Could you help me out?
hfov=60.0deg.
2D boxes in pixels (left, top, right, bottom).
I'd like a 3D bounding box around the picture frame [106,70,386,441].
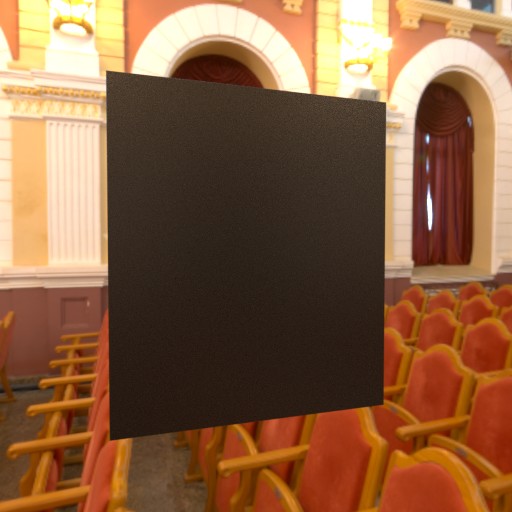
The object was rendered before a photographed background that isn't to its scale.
[{"bbox_3d":[0.000,0.000,0.518,0.328,0.378,0.034,-1,2,-18],"label":"picture frame"}]
